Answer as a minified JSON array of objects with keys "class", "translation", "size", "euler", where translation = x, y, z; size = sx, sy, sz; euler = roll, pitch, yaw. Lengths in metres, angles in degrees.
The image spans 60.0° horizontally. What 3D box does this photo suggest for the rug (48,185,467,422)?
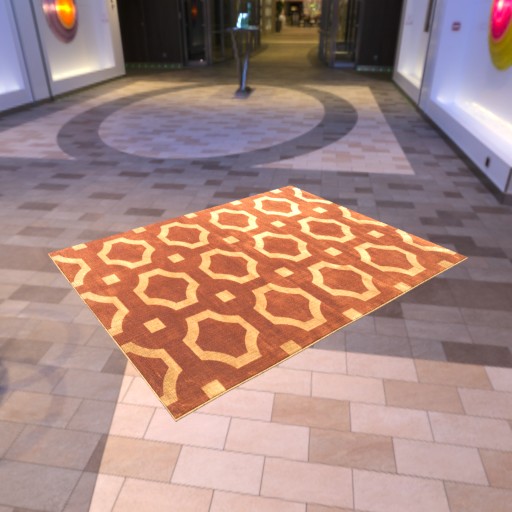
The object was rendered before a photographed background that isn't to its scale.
[{"class":"rug","translation":[0.000,0.000,4.134],"size":[3.049,0.021,2.466],"euler":[-21,35,-32]}]
